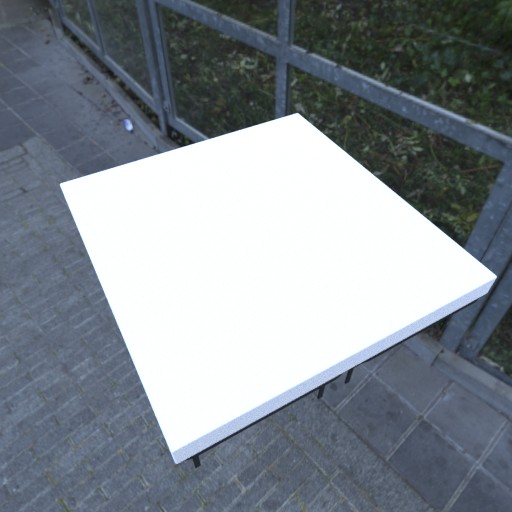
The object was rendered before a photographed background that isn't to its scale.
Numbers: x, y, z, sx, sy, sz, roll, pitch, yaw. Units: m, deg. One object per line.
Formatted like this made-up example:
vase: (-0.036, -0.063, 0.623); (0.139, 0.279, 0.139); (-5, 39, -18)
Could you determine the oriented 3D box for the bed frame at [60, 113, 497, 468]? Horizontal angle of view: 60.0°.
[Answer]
bed frame: (0.000, 0.000, 2.940); (1.930, 0.559, 2.032); (-22, 51, -19)
